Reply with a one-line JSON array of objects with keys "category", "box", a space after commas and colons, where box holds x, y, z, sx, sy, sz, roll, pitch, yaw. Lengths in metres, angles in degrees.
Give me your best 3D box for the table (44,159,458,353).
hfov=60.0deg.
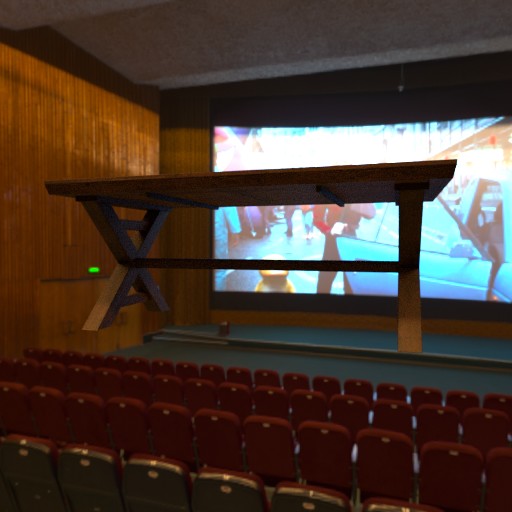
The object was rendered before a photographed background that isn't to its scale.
[{"category": "table", "box": [0.000, 0.000, 2.523, 1.966, 0.793, 1.071, 1, 2, 18]}]
